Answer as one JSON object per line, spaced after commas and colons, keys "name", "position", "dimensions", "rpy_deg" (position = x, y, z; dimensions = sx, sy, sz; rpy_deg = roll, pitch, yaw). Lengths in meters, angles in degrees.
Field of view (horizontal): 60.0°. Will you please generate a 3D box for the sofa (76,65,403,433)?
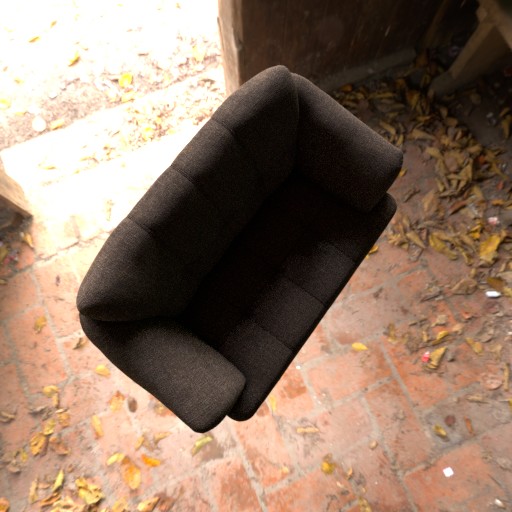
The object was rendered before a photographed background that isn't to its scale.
{"name": "sofa", "position": [0.000, 0.000, 1.974], "dimensions": [0.799, 0.895, 1.404], "rpy_deg": [36, 79, 8]}
